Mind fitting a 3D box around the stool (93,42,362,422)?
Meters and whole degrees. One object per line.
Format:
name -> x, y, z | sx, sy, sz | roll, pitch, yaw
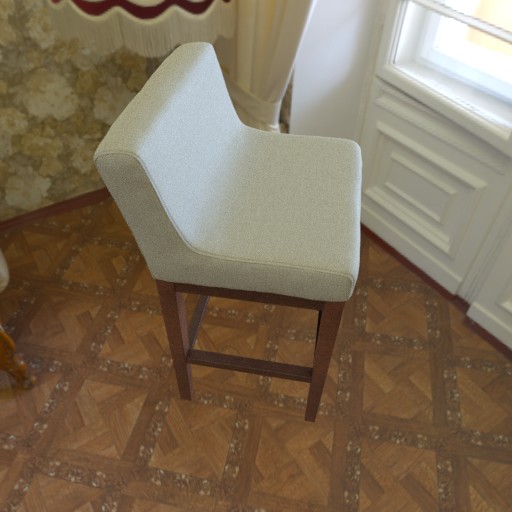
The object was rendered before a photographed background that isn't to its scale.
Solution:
stool -> 0.000, 0.000, 1.214 | 0.500, 0.937, 0.511 | 7, 46, 7
